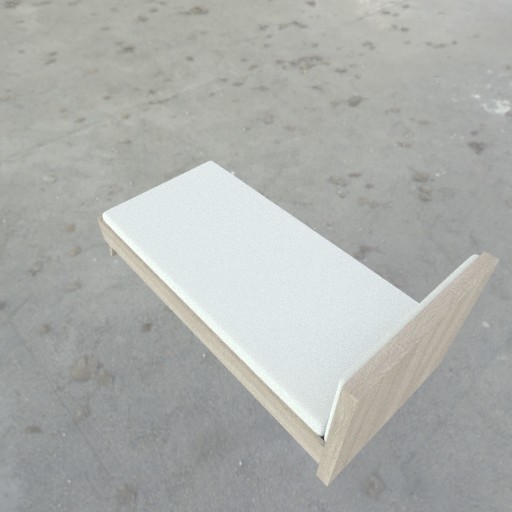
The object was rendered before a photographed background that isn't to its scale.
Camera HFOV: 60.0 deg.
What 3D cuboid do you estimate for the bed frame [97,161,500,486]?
[{"bbox_3d":[0.000,0.000,2.622,0.990,0.920,2.140,-33,55,-28],"label":"bed frame"}]
